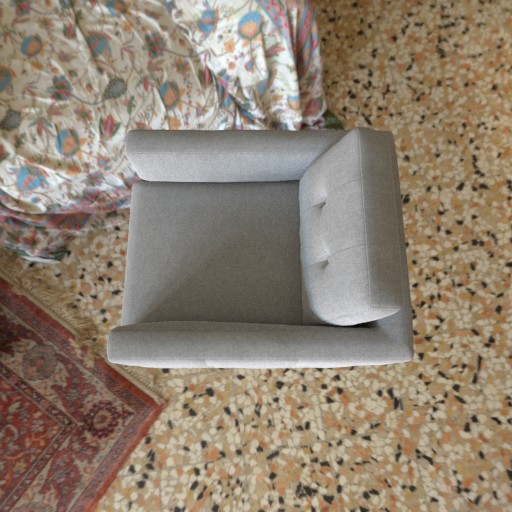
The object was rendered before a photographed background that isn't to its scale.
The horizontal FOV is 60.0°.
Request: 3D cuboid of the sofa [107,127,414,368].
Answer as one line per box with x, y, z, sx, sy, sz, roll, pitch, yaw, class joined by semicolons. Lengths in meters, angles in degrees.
0.000;0.000;1.573;0.920;0.860;0.770;0;74;0;sofa
